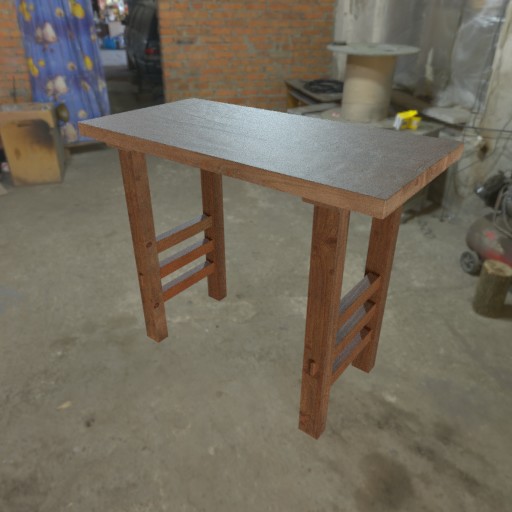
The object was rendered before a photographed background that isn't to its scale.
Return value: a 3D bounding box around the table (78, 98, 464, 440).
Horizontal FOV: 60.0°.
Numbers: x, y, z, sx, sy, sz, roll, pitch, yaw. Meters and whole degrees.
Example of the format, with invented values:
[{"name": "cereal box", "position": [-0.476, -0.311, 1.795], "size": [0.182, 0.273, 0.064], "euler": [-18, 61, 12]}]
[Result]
[{"name": "table", "position": [0.000, 0.000, 1.635], "size": [1.119, 0.914, 0.556], "euler": [21, 36, 32]}]
